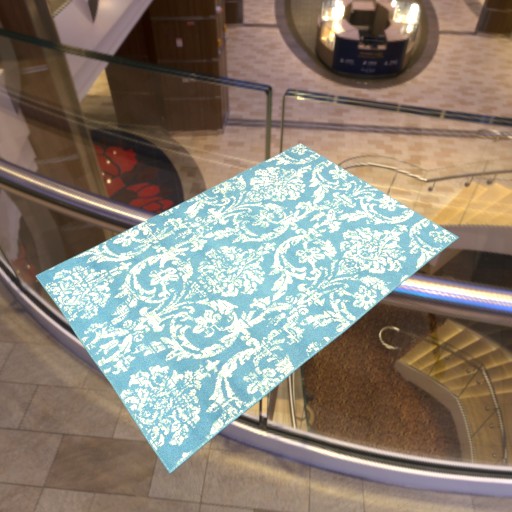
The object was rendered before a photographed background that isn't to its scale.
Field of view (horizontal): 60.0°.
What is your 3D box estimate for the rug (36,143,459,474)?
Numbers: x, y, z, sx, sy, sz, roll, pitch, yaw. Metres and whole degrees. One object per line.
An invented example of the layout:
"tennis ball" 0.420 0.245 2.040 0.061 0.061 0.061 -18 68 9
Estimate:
"rug" 0.000 0.000 2.282 1.833 0.012 1.211 -32 54 -27
